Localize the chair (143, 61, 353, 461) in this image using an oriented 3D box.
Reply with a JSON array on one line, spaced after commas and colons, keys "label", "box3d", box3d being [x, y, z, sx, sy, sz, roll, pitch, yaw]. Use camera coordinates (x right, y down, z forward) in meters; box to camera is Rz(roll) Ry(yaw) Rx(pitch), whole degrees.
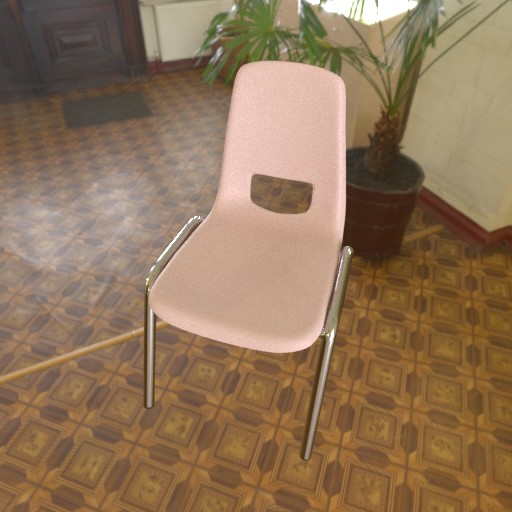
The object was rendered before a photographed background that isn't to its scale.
[{"label": "chair", "box3d": [0.000, 0.000, 0.831, 0.354, 0.586, 0.423, 12, 43, 14]}]
